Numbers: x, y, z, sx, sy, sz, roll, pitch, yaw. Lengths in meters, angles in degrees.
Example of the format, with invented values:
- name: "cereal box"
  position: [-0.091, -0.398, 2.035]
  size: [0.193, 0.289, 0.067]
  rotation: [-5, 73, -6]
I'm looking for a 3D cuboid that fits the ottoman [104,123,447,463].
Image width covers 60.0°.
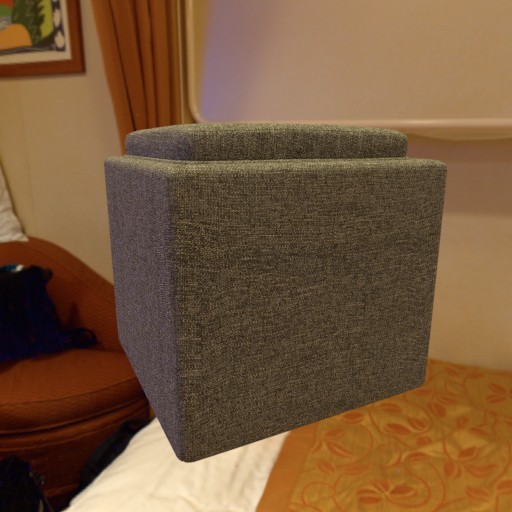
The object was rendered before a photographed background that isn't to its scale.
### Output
- name: "ottoman"
  position: [0.000, 0.000, 0.816]
  size: [0.450, 0.460, 0.450]
  rotation: [-7, 16, -26]
